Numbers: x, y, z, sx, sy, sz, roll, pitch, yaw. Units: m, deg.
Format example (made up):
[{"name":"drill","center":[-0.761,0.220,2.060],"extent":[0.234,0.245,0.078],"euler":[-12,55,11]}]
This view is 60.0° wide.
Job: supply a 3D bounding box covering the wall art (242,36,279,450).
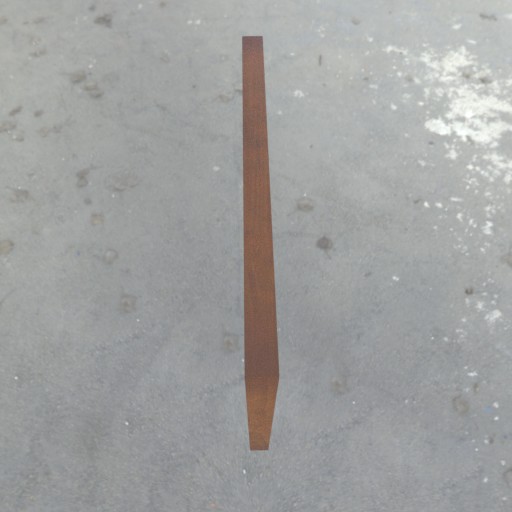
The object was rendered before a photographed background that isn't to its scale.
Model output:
[{"name":"wall art","center":[0.000,0.000,0.768],"extent":[0.033,0.457,0.558],"euler":[-1,58,-1]}]
